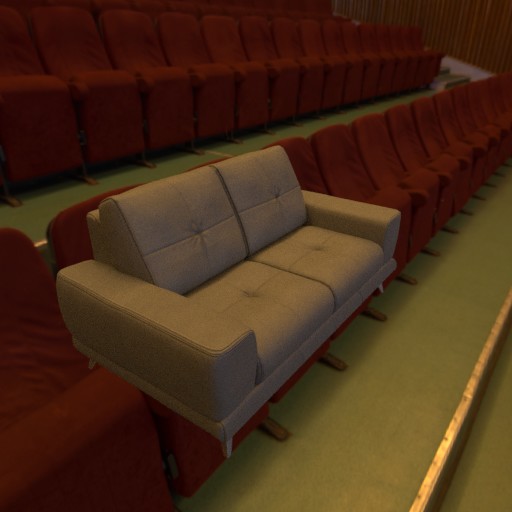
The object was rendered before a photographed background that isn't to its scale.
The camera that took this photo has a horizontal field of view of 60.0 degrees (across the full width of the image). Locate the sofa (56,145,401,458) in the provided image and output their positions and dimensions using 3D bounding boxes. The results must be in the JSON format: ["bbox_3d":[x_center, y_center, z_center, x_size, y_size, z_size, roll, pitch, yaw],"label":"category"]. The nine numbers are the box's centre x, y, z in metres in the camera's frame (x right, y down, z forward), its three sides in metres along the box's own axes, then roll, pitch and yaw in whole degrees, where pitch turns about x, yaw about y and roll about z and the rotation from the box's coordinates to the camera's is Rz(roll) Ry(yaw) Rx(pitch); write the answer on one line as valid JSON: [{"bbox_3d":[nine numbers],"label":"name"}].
[{"bbox_3d":[0.000,0.000,2.420,1.018,0.907,1.806,18,31,32],"label":"sofa"}]
